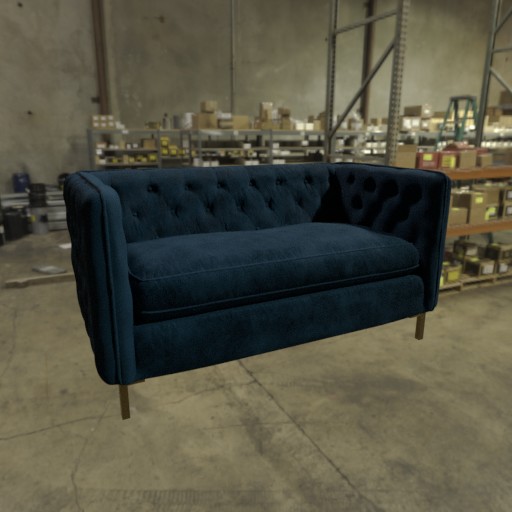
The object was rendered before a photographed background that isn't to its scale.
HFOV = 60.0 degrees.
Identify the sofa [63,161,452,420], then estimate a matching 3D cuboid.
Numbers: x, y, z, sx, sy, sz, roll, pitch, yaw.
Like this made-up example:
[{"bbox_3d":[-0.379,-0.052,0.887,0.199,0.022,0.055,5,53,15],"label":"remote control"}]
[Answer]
[{"bbox_3d":[0.000,0.000,2.103,1.583,0.810,0.909,-8,17,-25],"label":"sofa"}]
